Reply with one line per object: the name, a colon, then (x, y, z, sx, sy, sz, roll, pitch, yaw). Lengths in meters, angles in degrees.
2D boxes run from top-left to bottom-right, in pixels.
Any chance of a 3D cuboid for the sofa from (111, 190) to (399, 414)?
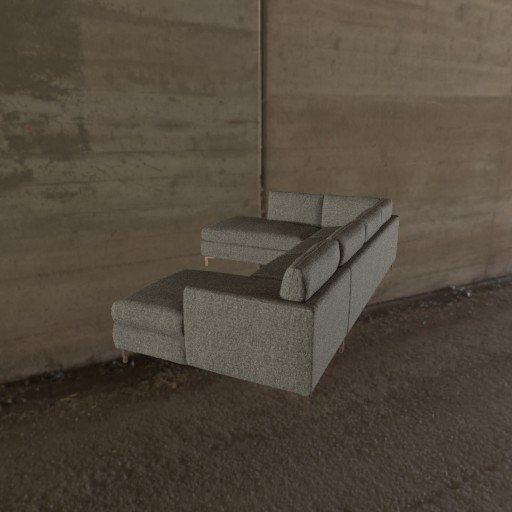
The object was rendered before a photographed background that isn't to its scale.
sofa: (0.000, 0.000, 3.656, 1.879, 0.756, 2.737, 7, 17, 25)
